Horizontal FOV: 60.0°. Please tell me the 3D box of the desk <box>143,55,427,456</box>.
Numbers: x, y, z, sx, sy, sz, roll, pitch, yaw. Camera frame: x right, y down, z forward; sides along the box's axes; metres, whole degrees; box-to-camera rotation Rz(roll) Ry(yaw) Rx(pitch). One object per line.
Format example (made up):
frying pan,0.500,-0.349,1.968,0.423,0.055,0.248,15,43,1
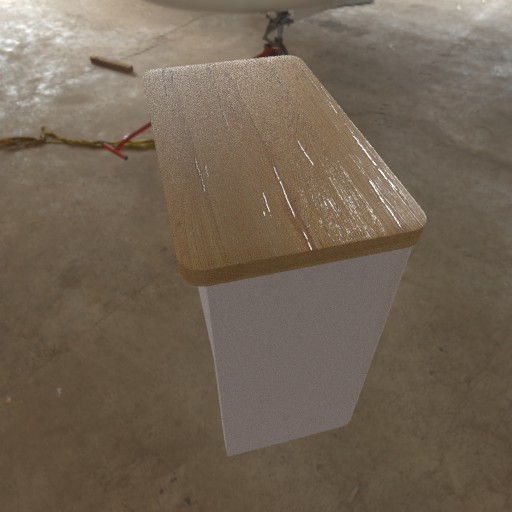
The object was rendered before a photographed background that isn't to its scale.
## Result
desk,0.000,0.000,1.259,0.440,0.790,0.760,-10,47,-10
